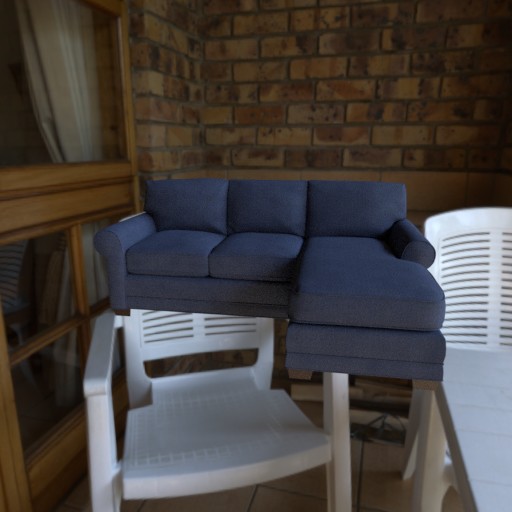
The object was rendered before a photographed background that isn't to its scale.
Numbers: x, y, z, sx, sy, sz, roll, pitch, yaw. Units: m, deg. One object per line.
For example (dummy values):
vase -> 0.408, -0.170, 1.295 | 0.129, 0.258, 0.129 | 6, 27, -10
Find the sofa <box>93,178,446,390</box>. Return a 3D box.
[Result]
sofa -> 0.000, 0.000, 3.391 | 2.567, 1.063, 1.780 | 2, 15, 9
